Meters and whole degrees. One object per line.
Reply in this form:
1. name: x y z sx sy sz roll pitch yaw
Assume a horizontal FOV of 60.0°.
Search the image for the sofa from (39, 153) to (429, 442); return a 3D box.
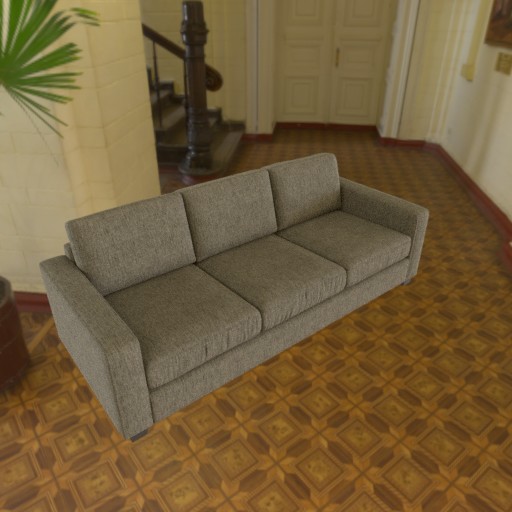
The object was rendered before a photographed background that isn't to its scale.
1. sofa: 0.000 0.000 2.618 2.160 0.800 0.900 -22 36 -33
